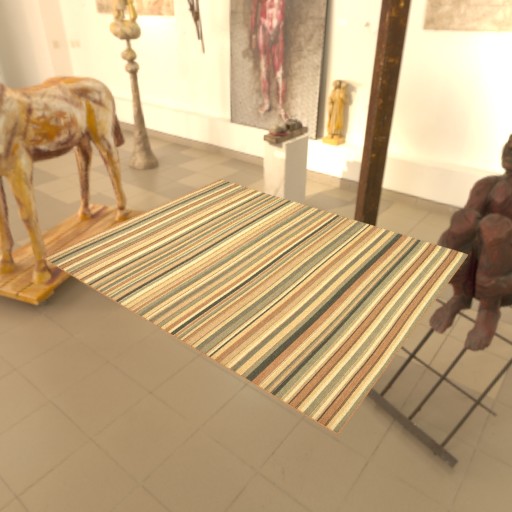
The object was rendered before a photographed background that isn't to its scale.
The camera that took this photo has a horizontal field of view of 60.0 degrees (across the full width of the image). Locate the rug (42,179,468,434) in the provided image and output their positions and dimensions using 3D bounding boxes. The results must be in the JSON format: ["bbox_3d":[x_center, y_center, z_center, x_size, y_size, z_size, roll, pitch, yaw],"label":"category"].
[{"bbox_3d":[0.000,0.000,4.045,3.045,0.011,2.436,22,37,32],"label":"rug"}]
